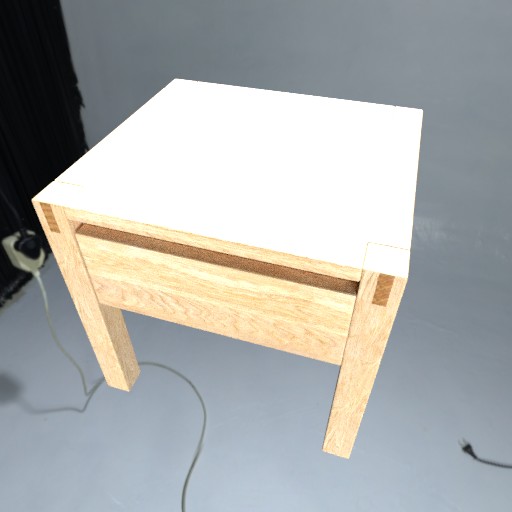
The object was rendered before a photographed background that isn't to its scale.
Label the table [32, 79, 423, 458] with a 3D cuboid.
[{"bbox_3d":[0.000,0.000,0.832,0.480,0.450,0.440,12,44,13],"label":"table"}]
